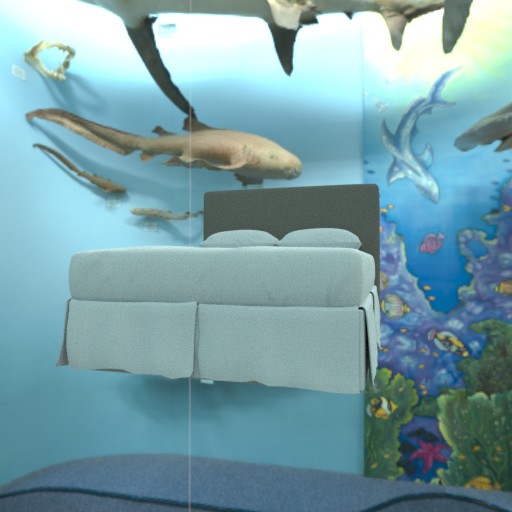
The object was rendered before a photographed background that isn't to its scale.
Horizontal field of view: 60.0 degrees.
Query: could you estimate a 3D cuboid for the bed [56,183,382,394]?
[{"bbox_3d":[0.000,0.000,3.239,1.748,1.330,2.142,0,-1,17],"label":"bed"}]
